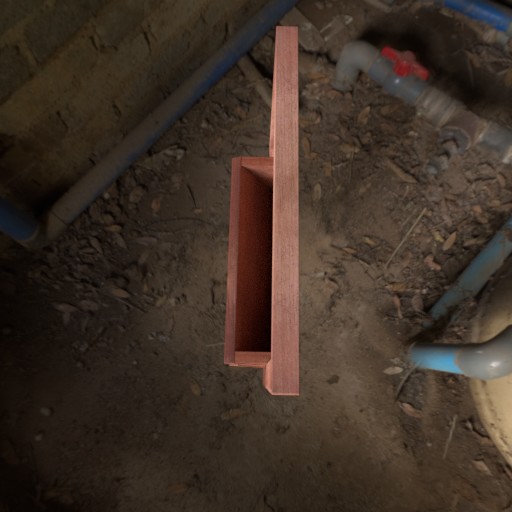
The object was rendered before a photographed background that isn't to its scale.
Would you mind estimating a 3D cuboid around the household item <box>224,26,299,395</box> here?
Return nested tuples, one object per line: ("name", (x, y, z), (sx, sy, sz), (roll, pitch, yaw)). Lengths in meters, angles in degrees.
("household item", (0.000, 0.000, 0.544), (0.067, 0.407, 0.310), (1, 75, 0))
